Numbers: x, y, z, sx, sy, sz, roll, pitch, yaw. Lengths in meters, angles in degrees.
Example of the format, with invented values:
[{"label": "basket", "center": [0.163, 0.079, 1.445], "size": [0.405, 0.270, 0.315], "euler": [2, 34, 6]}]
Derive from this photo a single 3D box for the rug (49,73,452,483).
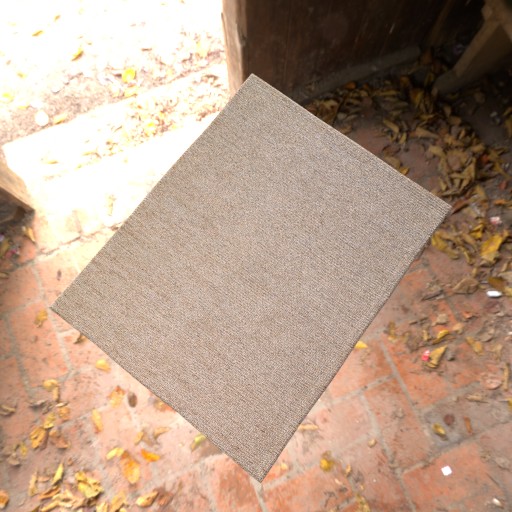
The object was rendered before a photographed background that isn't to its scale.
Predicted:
[{"label": "rug", "center": [0.000, 0.000, 4.120], "size": [2.406, 0.012, 3.034], "euler": [36, 79, 8]}]
